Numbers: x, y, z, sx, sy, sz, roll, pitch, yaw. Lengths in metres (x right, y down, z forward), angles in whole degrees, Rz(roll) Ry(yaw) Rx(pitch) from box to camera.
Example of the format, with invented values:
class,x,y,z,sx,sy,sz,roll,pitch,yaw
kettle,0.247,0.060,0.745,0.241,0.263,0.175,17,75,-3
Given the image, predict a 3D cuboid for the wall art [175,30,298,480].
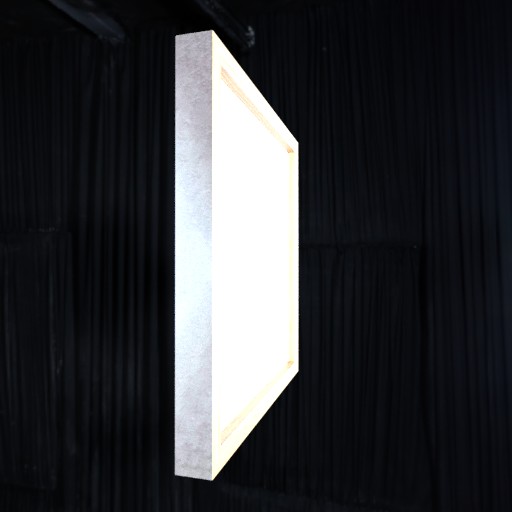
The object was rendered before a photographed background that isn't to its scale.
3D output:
class,x,y,z,sx,sy,sz,roll,pitch,yaw
wall art,0.000,0.000,0.448,0.028,0.303,0.303,0,0,16
